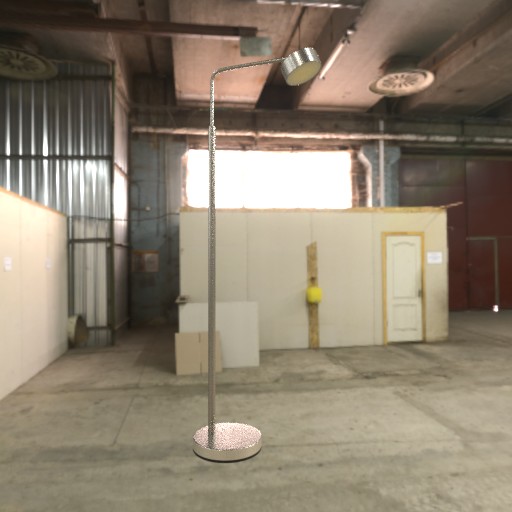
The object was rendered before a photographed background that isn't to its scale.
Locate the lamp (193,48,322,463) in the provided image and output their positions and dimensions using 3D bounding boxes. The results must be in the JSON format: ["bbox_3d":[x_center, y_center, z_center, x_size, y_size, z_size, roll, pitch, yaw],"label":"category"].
[{"bbox_3d":[0.000,0.000,1.414,0.421,1.250,0.222,0,0,20],"label":"lamp"}]
